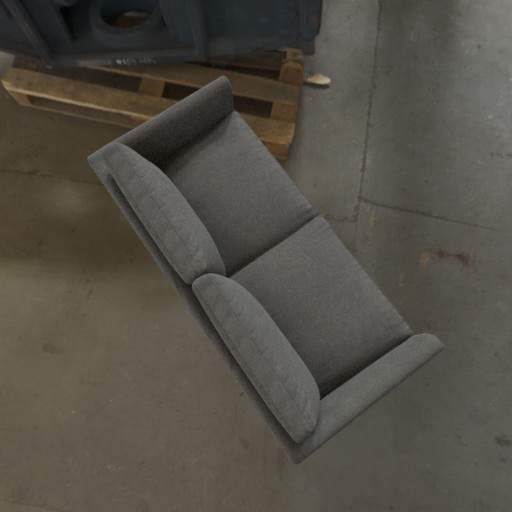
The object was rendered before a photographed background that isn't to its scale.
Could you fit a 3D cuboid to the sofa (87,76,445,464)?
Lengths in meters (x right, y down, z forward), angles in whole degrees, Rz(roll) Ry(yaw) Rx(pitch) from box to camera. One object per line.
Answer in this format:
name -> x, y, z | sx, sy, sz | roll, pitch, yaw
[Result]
sofa -> 0.000, 0.000, 2.890 | 1.092, 0.838, 2.257 | -35, 77, -9
